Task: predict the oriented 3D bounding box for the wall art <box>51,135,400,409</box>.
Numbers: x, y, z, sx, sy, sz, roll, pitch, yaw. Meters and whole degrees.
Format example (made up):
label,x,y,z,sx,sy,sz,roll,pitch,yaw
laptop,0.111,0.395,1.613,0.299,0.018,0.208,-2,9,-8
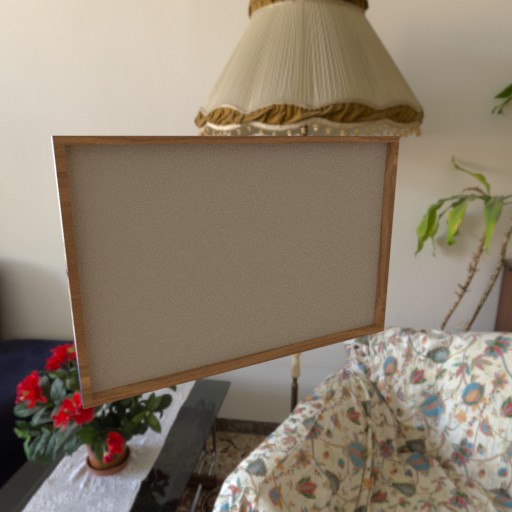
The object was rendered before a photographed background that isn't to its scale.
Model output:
label,x,y,z,sx,sy,sz,roll,pitch,yaw
wall art,0.000,0.000,1.156,0.911,0.605,0.037,-8,17,-27
